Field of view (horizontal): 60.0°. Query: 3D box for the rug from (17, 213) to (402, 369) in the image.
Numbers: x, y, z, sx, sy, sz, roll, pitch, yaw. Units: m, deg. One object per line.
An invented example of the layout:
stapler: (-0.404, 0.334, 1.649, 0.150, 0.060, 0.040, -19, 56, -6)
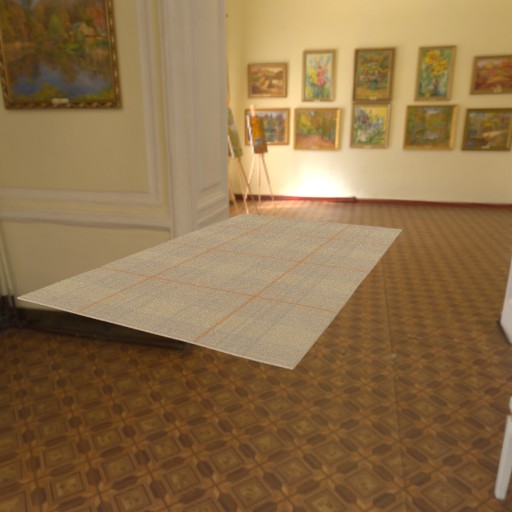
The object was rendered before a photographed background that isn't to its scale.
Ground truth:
rug: (0.000, 0.000, 2.993, 1.527, 0.016, 2.442, 8, 19, 25)
